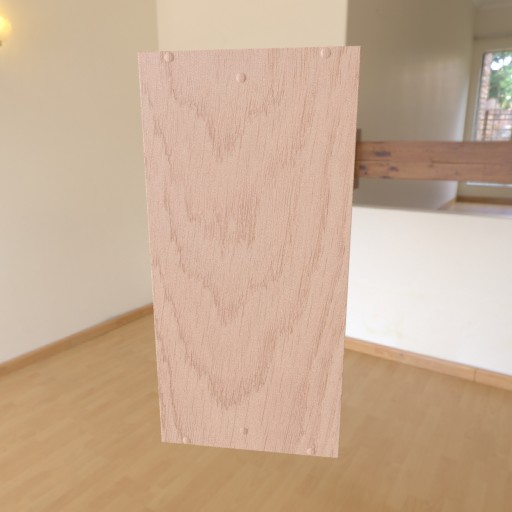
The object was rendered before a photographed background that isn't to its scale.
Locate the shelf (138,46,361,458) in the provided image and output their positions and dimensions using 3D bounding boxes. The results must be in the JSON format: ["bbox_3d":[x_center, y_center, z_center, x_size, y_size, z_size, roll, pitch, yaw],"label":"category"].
[{"bbox_3d":[0.000,0.000,0.739,0.290,0.600,0.200,2,15,7],"label":"shelf"}]
